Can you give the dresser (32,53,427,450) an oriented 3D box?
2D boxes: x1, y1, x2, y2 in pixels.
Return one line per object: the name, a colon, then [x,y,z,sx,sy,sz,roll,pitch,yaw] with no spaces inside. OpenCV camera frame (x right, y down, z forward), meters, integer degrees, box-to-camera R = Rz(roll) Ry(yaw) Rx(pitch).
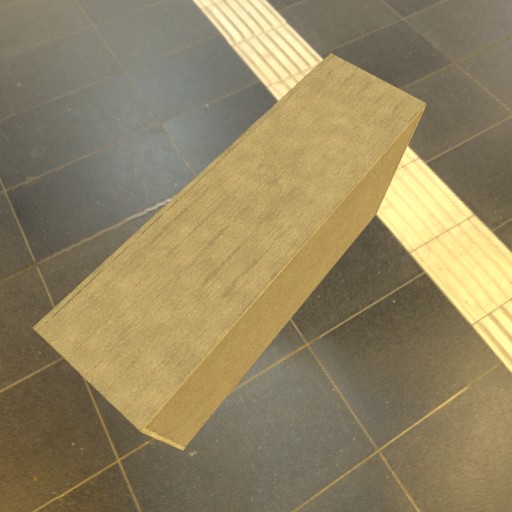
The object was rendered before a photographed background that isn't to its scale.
dresser: [0.000,0.000,2.000,0.483,0.889,1.628,36,69,17]
